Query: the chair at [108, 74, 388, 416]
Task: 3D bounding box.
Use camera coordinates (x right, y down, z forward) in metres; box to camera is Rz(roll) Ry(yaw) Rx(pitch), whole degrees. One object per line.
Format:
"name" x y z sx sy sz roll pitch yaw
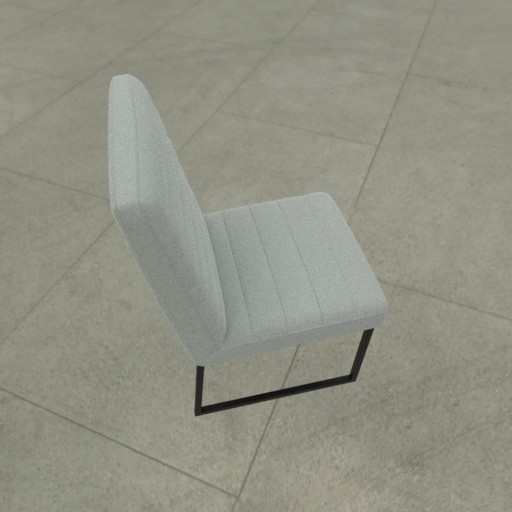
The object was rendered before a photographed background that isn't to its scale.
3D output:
"chair" 0.000 0.000 1.290 0.634 0.930 0.520 -10 48 -9
